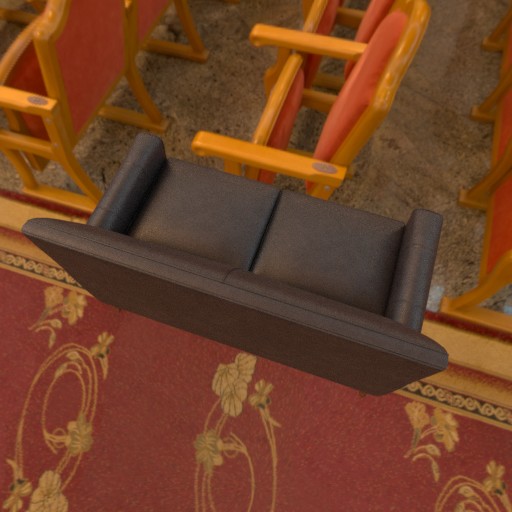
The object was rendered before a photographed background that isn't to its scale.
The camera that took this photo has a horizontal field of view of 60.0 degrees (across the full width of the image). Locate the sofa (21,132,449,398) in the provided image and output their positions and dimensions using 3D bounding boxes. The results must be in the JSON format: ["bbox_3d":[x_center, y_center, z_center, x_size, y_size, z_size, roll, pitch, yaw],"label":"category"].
[{"bbox_3d":[0.000,0.000,1.981,1.473,0.871,0.787,17,64,9],"label":"sofa"}]
